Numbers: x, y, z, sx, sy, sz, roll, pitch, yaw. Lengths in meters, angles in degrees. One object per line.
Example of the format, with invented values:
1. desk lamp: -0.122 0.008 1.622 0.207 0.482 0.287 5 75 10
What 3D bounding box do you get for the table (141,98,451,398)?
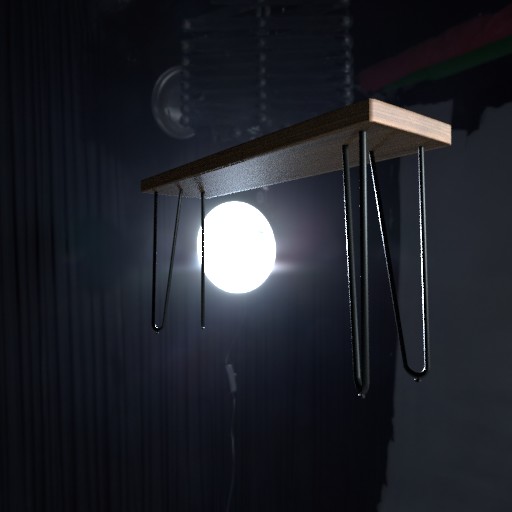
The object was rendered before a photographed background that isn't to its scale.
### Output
1. table: 0.000 0.000 1.930 0.425 0.834 1.570 0 -1 -37
